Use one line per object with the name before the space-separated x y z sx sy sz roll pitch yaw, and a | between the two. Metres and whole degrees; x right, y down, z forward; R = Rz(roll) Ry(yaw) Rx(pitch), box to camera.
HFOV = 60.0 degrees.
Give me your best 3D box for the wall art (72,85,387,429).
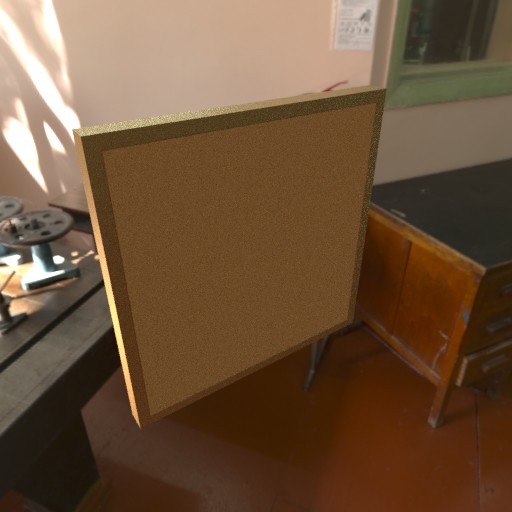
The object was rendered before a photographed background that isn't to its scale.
wall art | 0.000 0.000 1.949 1.284 1.284 0.095 -19 36 -29
